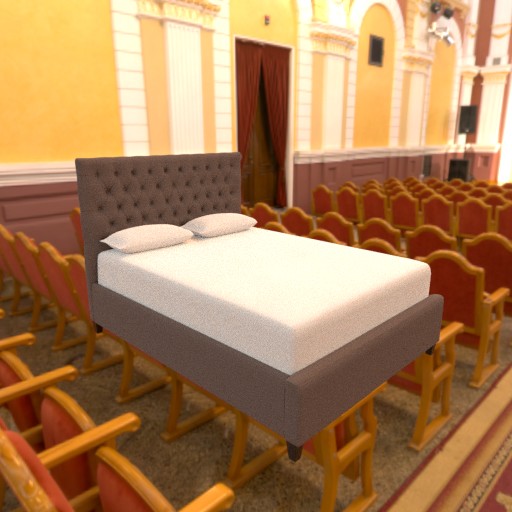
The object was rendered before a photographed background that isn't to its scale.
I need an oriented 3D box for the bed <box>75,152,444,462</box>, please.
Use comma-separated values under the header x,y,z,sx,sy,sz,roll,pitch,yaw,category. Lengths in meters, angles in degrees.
x,y,z,sx,sy,sz,roll,pitch,yaw,category
0.000,0.000,3.341,2.233,1.426,1.696,15,21,43,bed
